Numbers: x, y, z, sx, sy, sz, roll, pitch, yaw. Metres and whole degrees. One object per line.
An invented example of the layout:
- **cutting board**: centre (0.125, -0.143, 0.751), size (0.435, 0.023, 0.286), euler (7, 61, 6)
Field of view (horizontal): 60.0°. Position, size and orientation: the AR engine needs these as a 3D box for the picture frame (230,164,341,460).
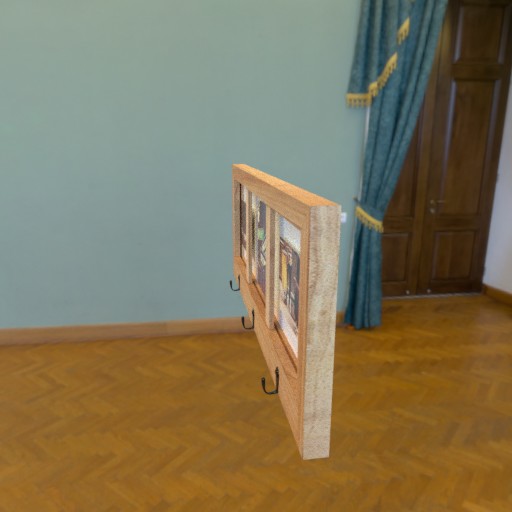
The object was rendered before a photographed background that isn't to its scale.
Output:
- **picture frame**: centre (0.000, 0.000, 0.654), size (0.045, 0.234, 0.582), euler (-2, 15, -9)
